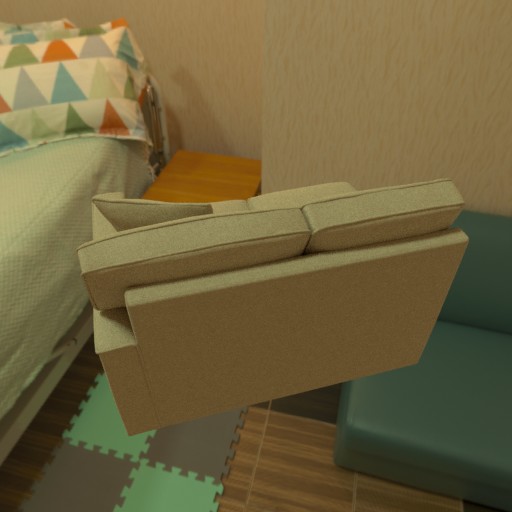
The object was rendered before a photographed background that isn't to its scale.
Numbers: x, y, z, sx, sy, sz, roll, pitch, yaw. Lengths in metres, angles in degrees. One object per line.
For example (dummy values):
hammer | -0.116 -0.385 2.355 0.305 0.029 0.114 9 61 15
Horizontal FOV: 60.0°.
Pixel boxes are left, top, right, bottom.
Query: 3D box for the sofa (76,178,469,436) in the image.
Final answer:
sofa | 0.000 0.000 2.038 1.388 0.989 0.991 -10 42 -12
